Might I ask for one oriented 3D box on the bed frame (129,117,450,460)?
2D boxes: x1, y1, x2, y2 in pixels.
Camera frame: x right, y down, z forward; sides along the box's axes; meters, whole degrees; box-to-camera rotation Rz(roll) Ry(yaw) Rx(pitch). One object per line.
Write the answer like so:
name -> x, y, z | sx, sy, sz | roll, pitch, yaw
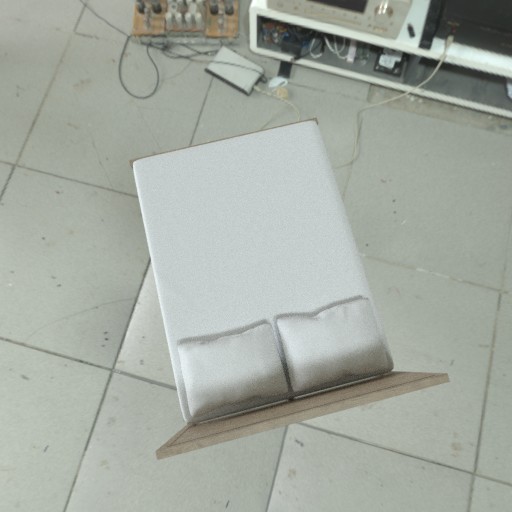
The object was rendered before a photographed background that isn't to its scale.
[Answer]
bed frame -> 0.000, 0.000, 3.260 | 1.606, 1.369, 2.189 | -14, 77, -3
